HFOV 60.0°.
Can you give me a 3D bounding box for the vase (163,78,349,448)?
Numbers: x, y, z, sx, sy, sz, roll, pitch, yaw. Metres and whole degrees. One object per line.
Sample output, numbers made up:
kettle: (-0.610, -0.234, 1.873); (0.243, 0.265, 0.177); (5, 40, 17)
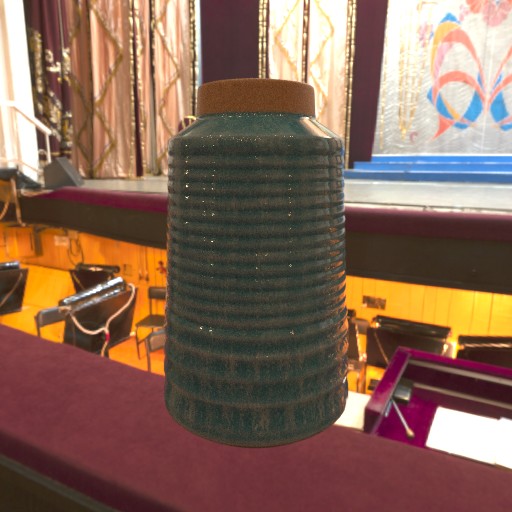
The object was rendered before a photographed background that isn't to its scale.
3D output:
vase: (0.000, 0.000, 0.373); (0.163, 0.267, 0.163); (0, 12, 0)
